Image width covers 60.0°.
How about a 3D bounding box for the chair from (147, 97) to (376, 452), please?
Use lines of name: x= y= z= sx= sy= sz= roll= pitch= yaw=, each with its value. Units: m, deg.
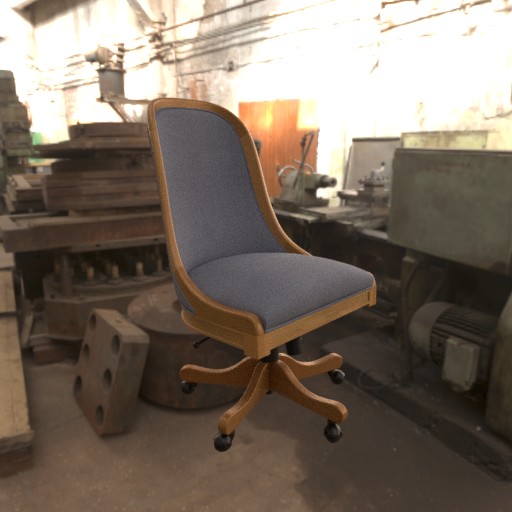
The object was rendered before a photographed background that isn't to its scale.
chair: x=0.000 y=0.000 z=1.457 sx=0.735 sy=1.031 sz=0.605 roll=13 pitch=19 yaw=43
